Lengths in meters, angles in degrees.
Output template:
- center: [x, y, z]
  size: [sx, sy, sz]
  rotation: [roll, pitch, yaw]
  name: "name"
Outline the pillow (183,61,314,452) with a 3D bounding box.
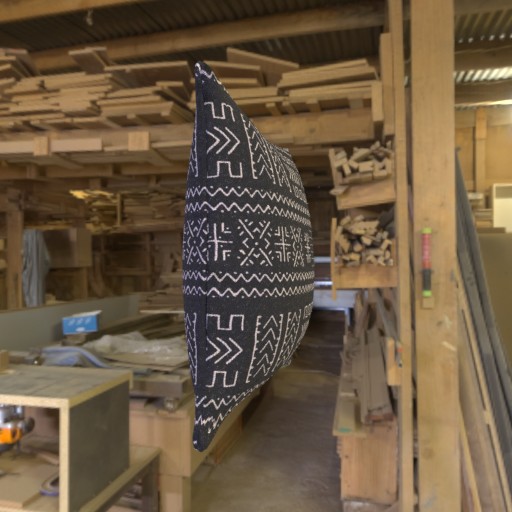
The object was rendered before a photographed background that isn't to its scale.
- center: [0.000, 0.000, 0.678]
  size: [0.164, 0.430, 0.438]
  rotation: [0, -1, 17]
  name: "pillow"
